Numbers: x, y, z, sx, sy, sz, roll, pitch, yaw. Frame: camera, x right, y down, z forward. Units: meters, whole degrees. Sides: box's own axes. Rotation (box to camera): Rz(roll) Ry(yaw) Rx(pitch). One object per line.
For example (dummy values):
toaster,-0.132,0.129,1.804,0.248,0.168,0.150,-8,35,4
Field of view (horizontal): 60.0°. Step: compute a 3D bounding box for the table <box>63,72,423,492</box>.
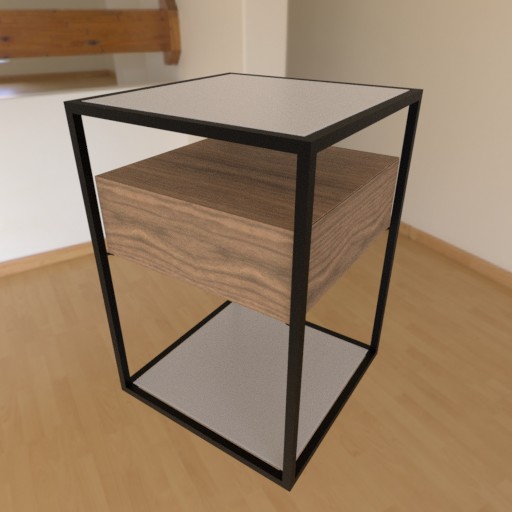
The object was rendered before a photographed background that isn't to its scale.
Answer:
table,0.000,0.000,0.779,0.378,0.540,0.378,18,34,29
